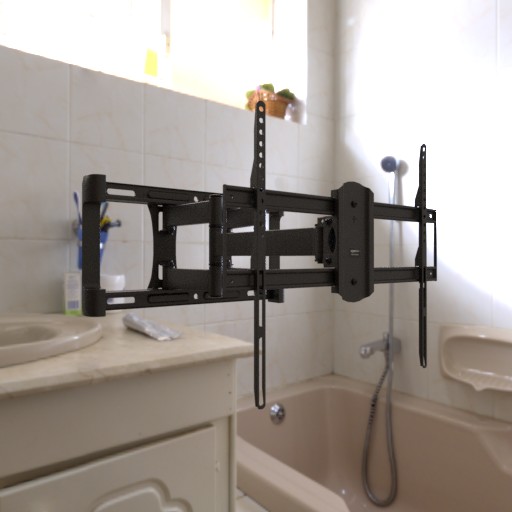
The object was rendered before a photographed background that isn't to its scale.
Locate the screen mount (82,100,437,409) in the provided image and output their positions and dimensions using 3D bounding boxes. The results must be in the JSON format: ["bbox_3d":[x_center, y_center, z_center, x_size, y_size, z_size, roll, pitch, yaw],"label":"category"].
[{"bbox_3d":[0.000,0.000,0.945,0.571,0.424,0.556,0,0,-36],"label":"screen mount"}]
